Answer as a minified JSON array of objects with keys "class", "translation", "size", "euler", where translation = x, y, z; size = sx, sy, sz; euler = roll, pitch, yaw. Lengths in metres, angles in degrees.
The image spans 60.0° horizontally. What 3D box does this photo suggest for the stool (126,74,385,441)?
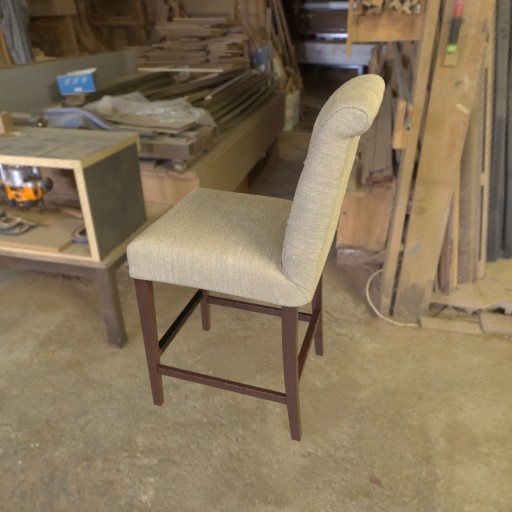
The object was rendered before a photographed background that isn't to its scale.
[{"class":"stool","translation":[0.000,0.000,1.440],"size":[0.660,1.084,0.486],"euler":[9,31,15]}]
